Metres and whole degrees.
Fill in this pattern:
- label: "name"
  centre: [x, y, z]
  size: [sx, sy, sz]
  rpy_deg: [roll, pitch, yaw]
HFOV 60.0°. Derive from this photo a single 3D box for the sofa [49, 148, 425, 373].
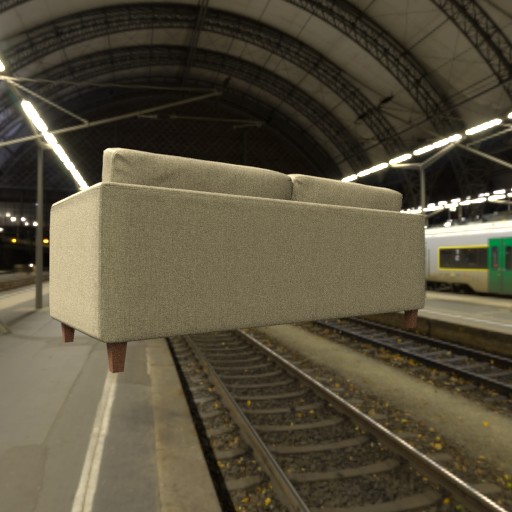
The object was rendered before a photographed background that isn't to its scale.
- label: "sofa"
  centre: [0.000, 0.000, 2.744]
  size: [2.208, 0.960, 0.956]
  rpy_deg: [0, -1, -36]
